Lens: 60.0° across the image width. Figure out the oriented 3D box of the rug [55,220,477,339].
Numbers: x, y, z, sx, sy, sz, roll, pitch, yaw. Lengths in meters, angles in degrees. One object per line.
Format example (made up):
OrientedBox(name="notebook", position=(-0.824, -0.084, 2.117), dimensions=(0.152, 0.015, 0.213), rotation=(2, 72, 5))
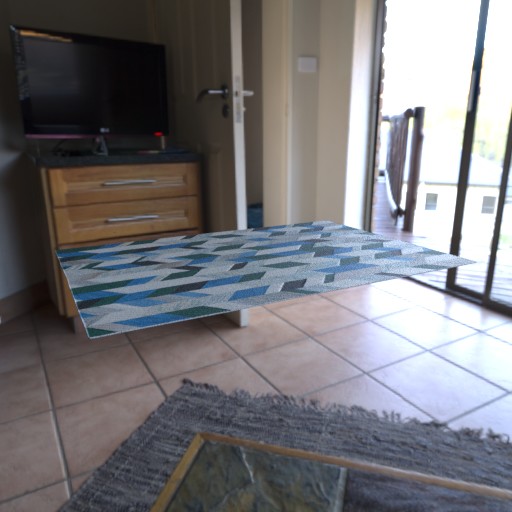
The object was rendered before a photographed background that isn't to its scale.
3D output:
OrientedBox(name="rug", position=(0.000, 0.000, 2.300), dimensions=(1.827, 0.005, 1.229), rotation=(-8, 17, -27))
